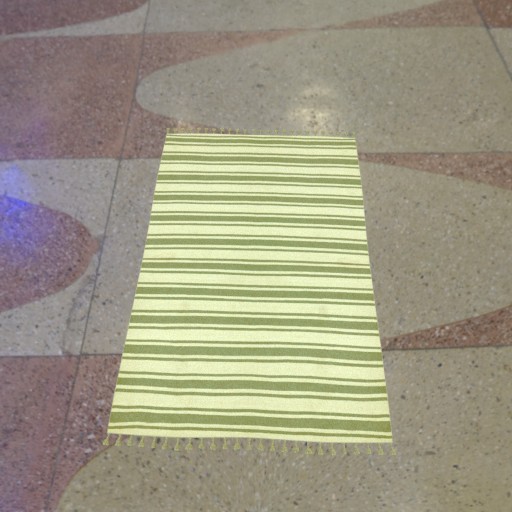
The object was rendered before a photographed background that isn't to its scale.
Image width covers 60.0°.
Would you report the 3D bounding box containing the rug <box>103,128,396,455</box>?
[{"bbox_3d":[0.000,0.000,2.961,1.540,0.018,2.435,2,58,1],"label":"rug"}]
